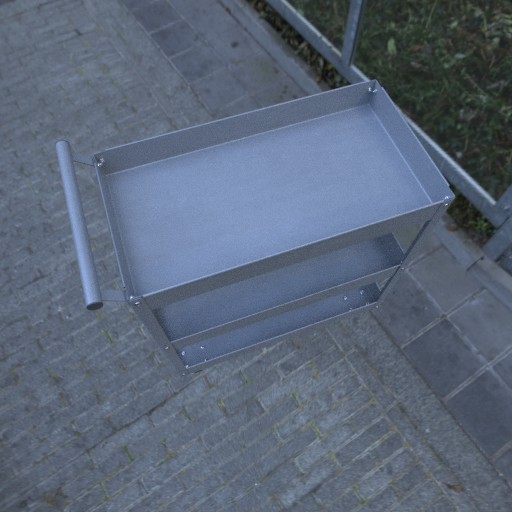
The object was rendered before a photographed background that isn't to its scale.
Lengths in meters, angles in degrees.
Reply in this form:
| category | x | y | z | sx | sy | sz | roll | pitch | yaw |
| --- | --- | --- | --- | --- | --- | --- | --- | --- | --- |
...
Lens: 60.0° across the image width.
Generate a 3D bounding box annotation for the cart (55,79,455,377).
| category | x | y | z | sx | sy | sz | roll | pitch | yaw |
| --- | --- | --- | --- | --- | --- | --- | --- | --- | --- |
| cart | 0.000 | 0.000 | 1.196 | 0.719 | 0.780 | 0.366 | -18 | 64 | -9 |
